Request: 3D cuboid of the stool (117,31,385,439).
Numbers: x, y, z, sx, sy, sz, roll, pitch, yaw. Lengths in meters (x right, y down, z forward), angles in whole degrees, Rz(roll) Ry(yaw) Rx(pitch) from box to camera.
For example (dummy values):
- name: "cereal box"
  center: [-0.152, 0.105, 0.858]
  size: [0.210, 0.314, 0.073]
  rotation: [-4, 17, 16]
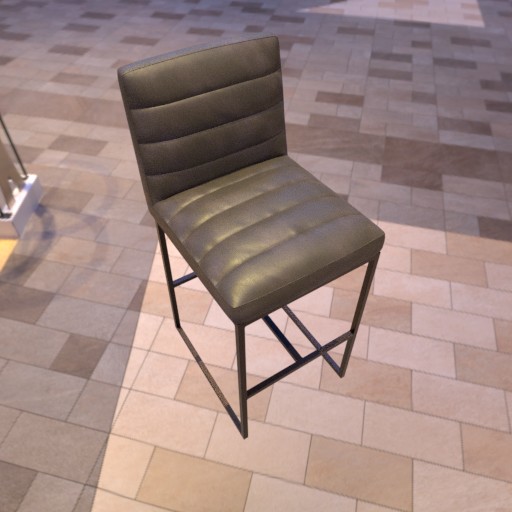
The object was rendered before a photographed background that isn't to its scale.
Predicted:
- name: "stool"
  center: [0.000, 0.000, 1.337]
  size: [0.463, 1.065, 0.562]
  rotation: [-25, 51, -22]
